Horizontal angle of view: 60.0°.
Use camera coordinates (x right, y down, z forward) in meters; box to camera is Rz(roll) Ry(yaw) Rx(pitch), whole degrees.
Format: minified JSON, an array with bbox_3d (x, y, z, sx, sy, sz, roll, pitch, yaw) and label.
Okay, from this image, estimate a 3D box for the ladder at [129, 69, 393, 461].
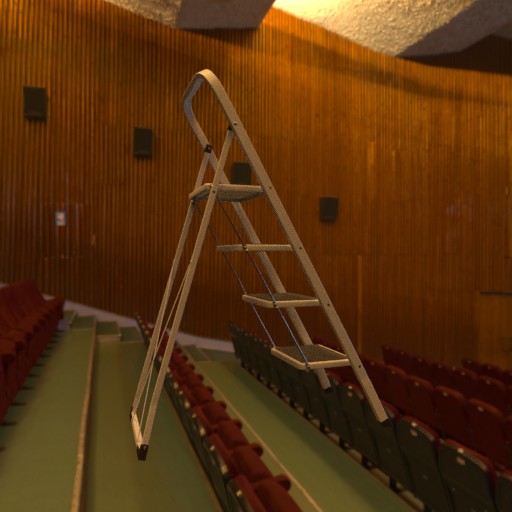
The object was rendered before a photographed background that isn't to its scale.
[{"bbox_3d":[0.000,0.000,1.705,0.914,1.265,0.460,0,0,-20],"label":"ladder"}]
